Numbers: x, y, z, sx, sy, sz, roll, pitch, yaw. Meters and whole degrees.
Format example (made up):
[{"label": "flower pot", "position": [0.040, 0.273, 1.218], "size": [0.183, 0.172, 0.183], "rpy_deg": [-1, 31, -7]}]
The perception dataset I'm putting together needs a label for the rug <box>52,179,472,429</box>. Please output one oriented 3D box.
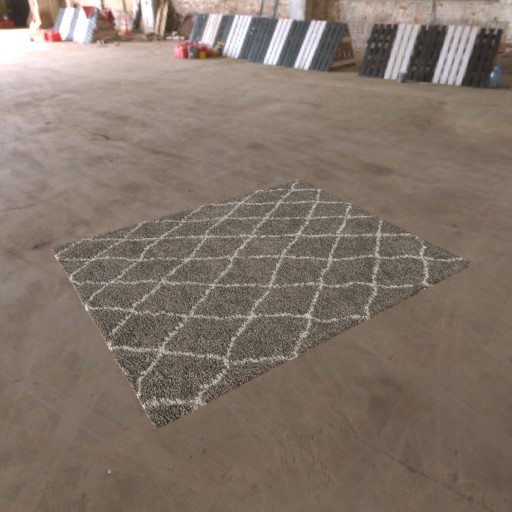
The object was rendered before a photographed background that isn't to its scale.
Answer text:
[{"label": "rug", "position": [0.000, 0.000, 4.081], "size": [3.047, 0.029, 2.438], "rpy_deg": [-20, 37, -29]}]
